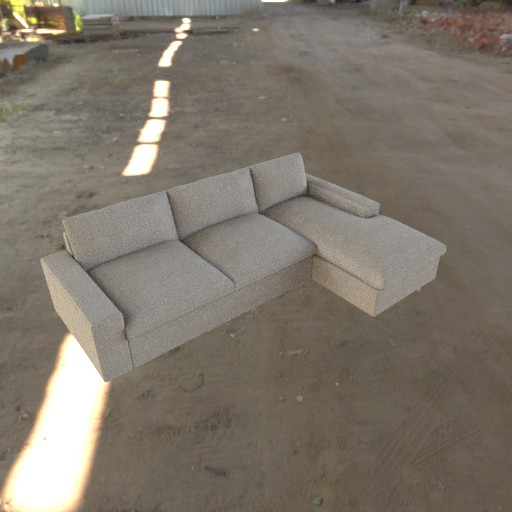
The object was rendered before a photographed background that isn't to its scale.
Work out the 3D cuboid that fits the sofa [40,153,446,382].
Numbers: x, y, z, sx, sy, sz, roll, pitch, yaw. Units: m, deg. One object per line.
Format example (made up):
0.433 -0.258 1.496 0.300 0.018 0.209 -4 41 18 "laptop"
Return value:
0.000 0.000 3.470 2.718 0.813 1.689 -23 38 -32 "sofa"
